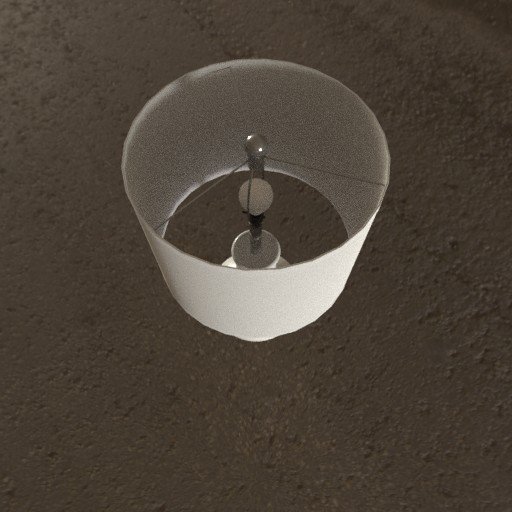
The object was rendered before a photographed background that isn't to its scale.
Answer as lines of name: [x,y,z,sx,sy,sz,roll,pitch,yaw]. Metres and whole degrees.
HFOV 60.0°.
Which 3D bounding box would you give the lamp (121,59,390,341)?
lamp: [0.000,0.000,0.868,0.357,0.673,0.357,15,64,8]
